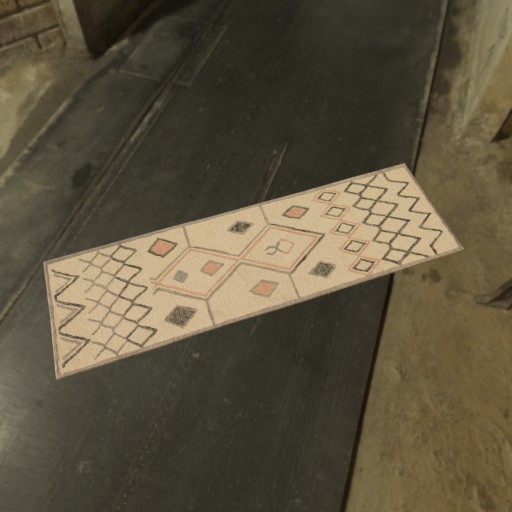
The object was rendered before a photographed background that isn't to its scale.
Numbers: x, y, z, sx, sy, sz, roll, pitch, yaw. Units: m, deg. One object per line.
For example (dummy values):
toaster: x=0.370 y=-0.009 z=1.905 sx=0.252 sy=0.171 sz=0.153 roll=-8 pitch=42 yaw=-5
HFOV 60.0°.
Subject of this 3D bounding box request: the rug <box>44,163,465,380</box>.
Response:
rug: x=0.000 y=0.000 z=2.677 sx=2.435 sy=0.011 sz=0.750 roll=-16 pitch=60 yaw=-10
